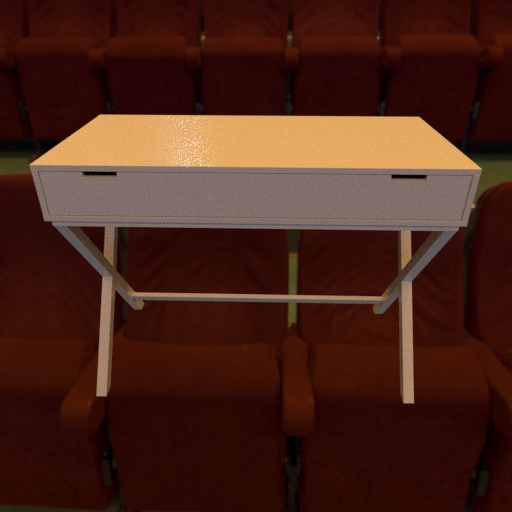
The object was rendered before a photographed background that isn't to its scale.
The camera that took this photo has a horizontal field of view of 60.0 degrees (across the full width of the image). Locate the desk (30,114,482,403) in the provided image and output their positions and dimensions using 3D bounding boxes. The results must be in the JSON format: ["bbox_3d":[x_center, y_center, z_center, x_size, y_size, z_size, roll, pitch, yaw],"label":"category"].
[{"bbox_3d":[0.000,0.000,1.449,1.059,0.780,0.509,1,31,2],"label":"desk"}]
